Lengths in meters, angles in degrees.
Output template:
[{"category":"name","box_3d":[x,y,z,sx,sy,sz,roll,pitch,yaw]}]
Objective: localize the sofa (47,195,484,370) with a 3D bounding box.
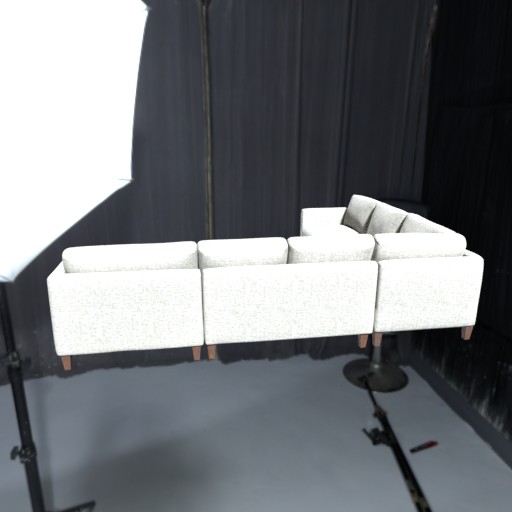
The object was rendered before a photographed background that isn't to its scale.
[{"category":"sofa","box_3d":[0.000,0.000,4.668,3.460,0.959,2.593,-2,16,-8]}]
